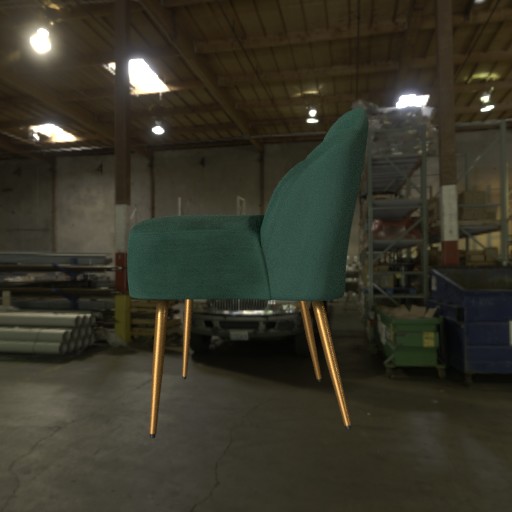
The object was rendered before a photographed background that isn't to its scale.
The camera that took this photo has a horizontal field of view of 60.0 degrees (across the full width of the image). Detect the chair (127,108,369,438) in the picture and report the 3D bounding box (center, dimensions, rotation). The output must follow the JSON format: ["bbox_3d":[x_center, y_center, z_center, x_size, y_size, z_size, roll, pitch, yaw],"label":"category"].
[{"bbox_3d":[0.000,0.000,1.249,0.599,0.819,0.657,0,-1,-1],"label":"chair"}]
